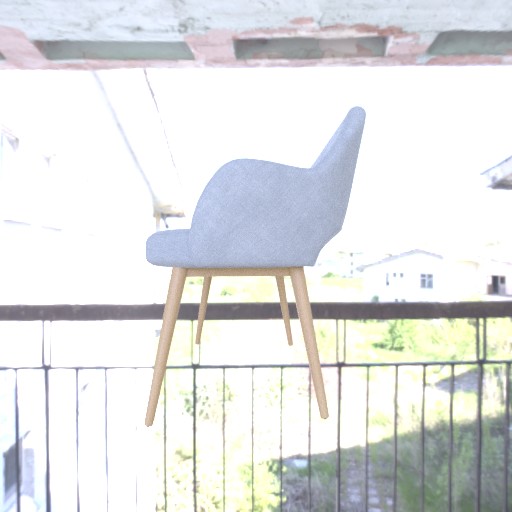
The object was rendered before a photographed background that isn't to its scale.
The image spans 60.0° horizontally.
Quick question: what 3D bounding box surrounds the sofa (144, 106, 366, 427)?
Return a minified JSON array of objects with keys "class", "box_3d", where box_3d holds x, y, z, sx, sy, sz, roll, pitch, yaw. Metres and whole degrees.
[{"class":"sofa","box_3d":[0.000,0.000,1.599,0.610,0.840,1.150,0,0,-1]}]
